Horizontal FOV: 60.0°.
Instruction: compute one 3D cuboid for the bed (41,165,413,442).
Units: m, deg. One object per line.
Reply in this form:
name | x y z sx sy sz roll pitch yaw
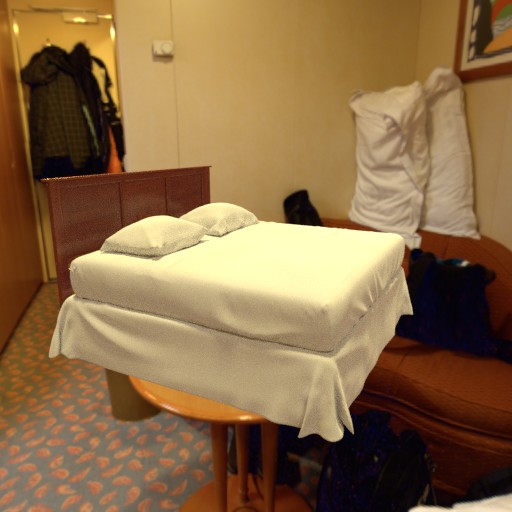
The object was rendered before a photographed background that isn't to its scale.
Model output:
bed | 0.000 0.000 3.526 2.219 1.271 2.314 8 16 27
